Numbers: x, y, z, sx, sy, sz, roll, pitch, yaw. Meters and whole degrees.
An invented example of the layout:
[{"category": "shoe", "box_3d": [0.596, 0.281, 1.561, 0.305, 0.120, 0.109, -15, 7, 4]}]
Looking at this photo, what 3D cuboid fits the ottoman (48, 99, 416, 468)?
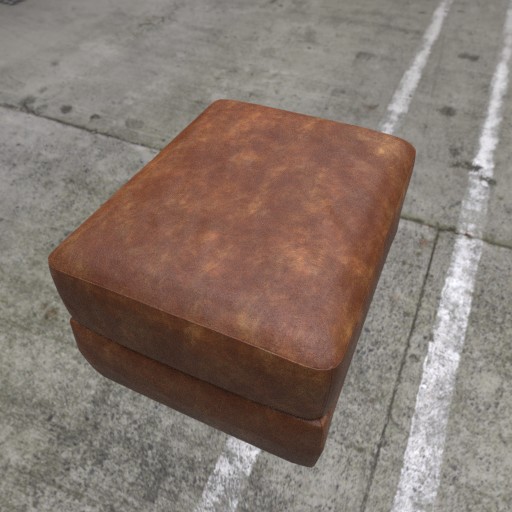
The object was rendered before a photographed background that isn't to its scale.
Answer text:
[{"category": "ottoman", "box_3d": [0.000, 0.000, 1.109, 0.603, 0.476, 0.751, 18, 49, 17]}]
